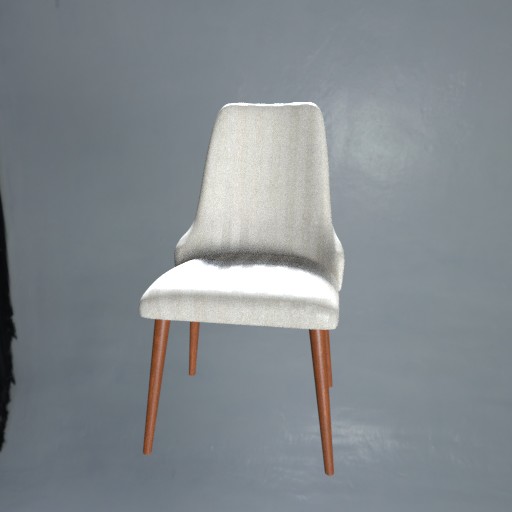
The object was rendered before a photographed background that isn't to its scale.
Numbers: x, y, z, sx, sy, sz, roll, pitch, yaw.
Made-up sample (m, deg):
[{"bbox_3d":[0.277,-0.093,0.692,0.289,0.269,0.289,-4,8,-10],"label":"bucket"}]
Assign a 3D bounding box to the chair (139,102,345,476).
[{"bbox_3d":[0.000,0.000,1.332,0.526,0.917,0.684,2,15,9],"label":"chair"}]
